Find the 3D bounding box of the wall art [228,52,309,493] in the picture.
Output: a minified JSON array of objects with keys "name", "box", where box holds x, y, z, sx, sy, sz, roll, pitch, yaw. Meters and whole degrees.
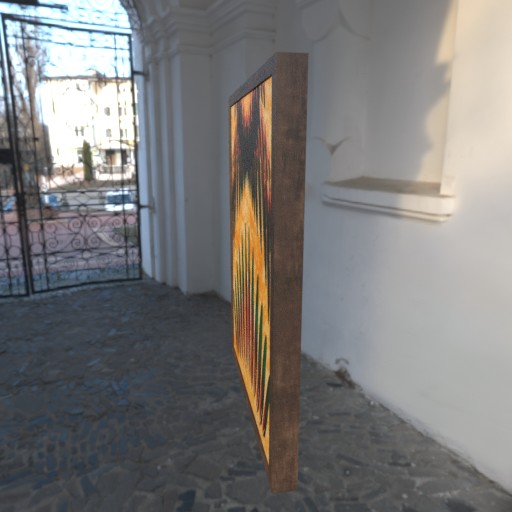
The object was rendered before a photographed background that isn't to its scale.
[{"name":"wall art","box":[0.000,0.000,0.552,0.027,0.406,0.329,-2,14,-10]}]
